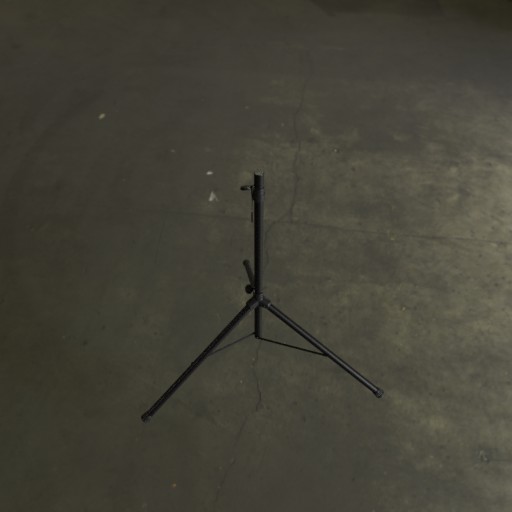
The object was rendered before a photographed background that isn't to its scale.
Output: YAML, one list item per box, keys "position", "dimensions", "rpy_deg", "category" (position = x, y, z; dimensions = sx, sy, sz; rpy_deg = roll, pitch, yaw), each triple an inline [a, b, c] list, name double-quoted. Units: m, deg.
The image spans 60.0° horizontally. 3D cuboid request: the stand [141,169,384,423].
- position: [0.000, 0.000, 2.768]
  dimensions: [1.596, 1.595, 1.339]
  rpy_deg: [-4, 47, -4]
  category: "stand"
